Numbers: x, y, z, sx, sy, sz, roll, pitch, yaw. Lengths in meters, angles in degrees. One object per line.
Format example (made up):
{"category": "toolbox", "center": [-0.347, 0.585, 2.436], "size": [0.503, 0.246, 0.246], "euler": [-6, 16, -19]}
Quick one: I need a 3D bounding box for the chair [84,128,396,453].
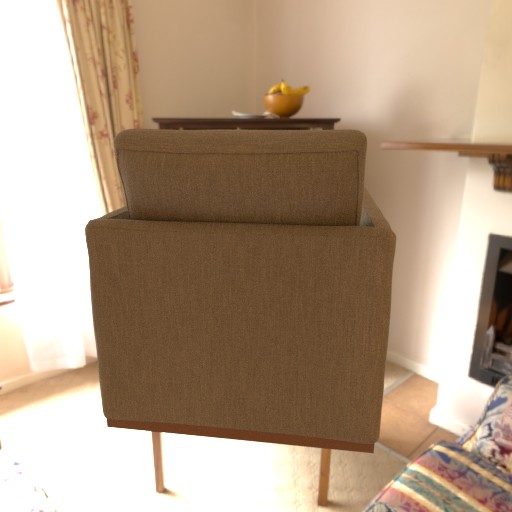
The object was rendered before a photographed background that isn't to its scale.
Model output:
{"category": "chair", "center": [0.000, 0.000, 1.466], "size": [0.763, 0.811, 0.834], "euler": [2, 16, 8]}
